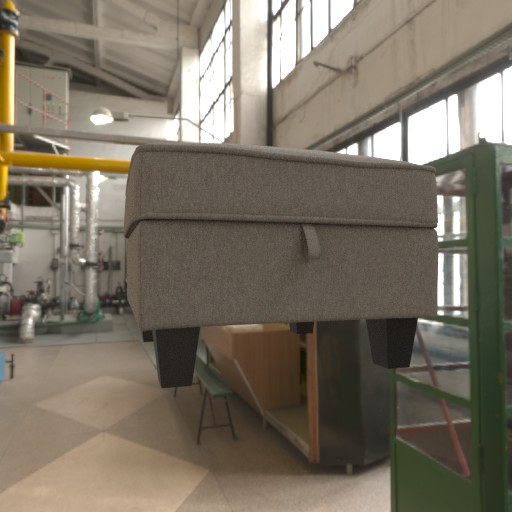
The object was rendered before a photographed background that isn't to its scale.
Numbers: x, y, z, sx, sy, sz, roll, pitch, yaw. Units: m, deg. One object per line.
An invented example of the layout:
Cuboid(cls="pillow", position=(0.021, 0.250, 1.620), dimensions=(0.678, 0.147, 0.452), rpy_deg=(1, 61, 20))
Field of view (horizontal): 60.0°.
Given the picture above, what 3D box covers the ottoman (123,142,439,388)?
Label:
Cuboid(cls="ottoman", position=(0.000, 0.000, 1.425), dimensions=(0.808, 0.612, 0.871), rpy_deg=(0, -1, -18))
